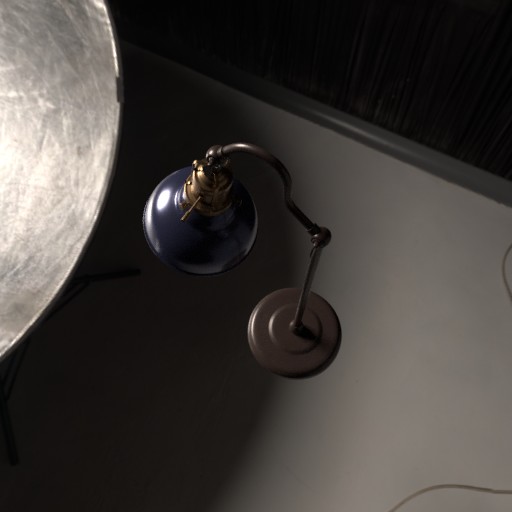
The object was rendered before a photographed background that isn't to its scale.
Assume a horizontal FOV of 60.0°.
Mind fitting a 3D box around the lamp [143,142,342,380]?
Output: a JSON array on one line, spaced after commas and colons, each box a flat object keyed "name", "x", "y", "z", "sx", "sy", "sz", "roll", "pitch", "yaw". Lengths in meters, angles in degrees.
[{"name": "lamp", "x": 0.000, "y": 0.000, "z": 0.702, "sx": 0.374, "sy": 0.508, "sz": 0.192, "roll": 27, "pitch": 66, "yaw": 13}]
